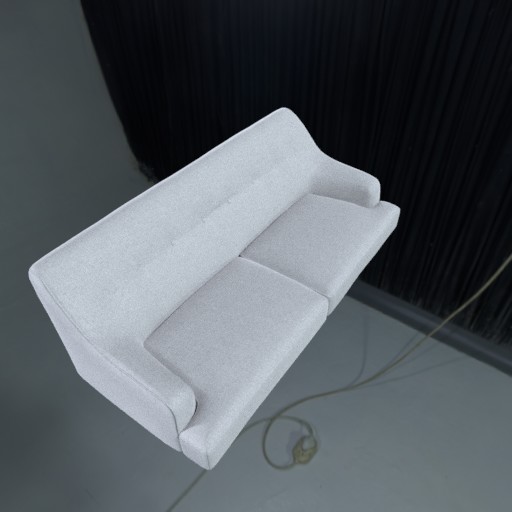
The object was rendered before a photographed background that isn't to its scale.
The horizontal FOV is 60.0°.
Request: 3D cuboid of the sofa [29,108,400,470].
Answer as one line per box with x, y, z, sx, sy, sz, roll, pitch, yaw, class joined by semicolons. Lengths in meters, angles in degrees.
0.000;0.000;2.512;0.978;0.871;2.057;25;47;25;sofa
